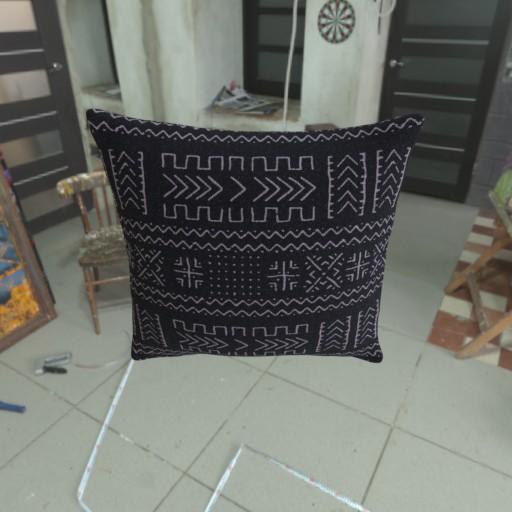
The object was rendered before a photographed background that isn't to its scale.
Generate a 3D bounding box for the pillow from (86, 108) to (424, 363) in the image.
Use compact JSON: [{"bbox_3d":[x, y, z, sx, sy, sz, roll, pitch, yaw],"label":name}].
[{"bbox_3d":[0.000,0.000,0.669,0.438,0.430,0.164,1,30,1],"label":"pillow"}]
